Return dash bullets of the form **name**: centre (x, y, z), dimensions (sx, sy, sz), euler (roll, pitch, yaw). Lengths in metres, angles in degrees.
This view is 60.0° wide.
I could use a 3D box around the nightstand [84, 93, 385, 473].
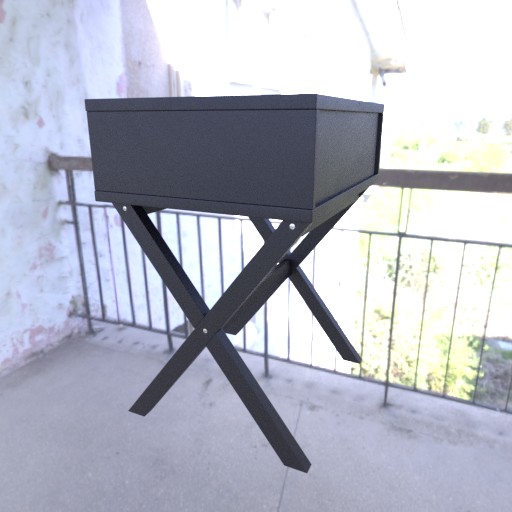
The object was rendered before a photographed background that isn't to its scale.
- **nightstand**: centre (0.000, 0.000, 0.948), dimensions (0.402, 0.623, 0.479), euler (8, 19, 24)
